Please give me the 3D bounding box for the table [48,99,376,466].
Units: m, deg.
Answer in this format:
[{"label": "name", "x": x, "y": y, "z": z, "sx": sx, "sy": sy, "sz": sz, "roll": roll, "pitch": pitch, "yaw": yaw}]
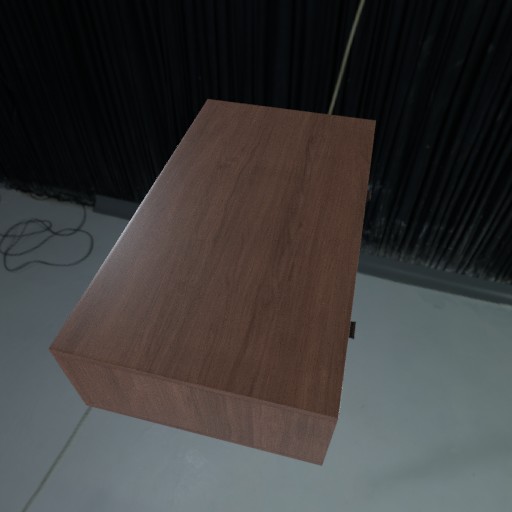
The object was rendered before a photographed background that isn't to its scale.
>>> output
[{"label": "table", "x": 0.000, "y": 0.000, "z": 1.308, "sx": 0.600, "sy": 0.380, "sz": 1.020, "roll": 10, "pitch": 49, "yaw": 9}]
